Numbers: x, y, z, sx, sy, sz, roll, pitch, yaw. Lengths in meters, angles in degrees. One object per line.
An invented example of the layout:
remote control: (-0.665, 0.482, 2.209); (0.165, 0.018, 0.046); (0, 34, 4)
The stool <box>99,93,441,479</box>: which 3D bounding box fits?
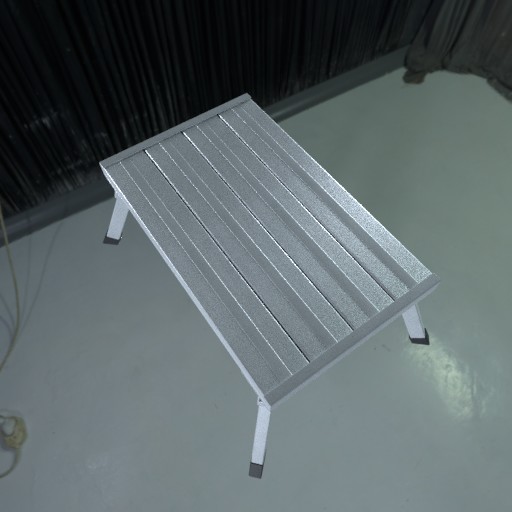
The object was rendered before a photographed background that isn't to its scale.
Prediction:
stool: (0.000, 0.000, 0.736); (0.385, 0.225, 0.535); (-31, 64, -17)
